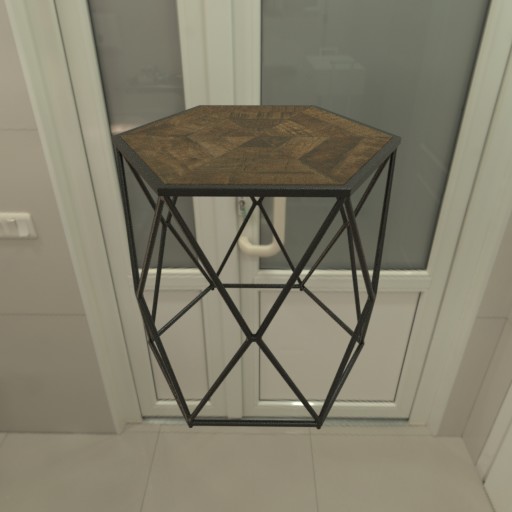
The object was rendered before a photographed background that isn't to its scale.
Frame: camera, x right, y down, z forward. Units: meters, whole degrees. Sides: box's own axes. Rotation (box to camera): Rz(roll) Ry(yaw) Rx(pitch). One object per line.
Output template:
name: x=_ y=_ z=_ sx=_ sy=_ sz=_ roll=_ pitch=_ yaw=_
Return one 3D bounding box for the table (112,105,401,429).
table: x=0.000 y=0.000 z=1.032 sx=0.578 sy=0.564 sz=0.579 roll=0 pitch=32 yaw=1
